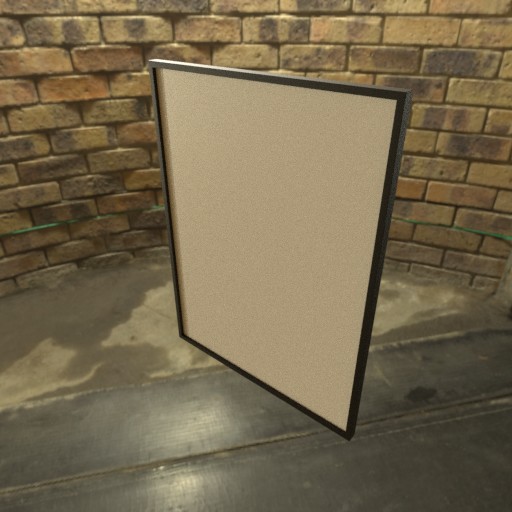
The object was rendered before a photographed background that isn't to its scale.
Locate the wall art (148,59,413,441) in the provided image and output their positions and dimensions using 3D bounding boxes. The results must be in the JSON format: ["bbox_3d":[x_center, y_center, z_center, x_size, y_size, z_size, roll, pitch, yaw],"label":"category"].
[{"bbox_3d":[0.000,0.000,1.384,0.802,1.070,0.036,22,37,33],"label":"wall art"}]
